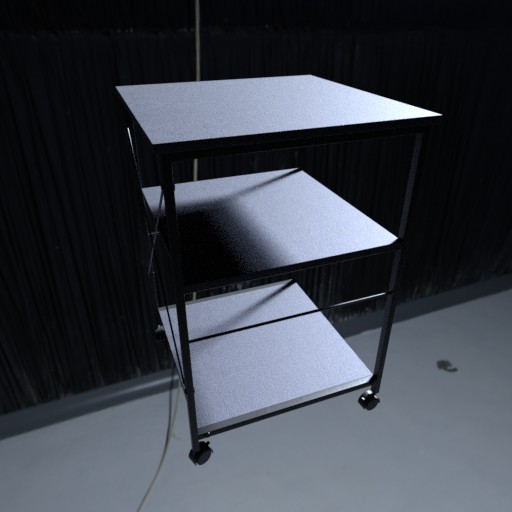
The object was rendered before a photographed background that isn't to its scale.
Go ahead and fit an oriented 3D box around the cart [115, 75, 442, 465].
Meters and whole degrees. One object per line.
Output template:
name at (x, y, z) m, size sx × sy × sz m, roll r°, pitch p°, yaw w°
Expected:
cart at (0.000, 0.000, 1.119) m, size 0.520 × 0.762 × 0.521 m, roll -11°, pitch 32°, yaw -18°
